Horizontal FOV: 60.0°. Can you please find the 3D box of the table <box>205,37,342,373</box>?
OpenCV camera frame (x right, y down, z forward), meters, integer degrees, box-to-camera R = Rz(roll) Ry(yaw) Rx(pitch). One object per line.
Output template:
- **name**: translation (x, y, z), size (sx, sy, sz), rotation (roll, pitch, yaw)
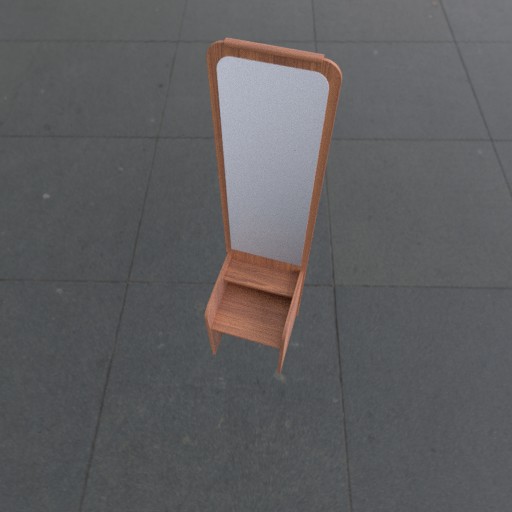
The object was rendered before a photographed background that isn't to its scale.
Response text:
- **table**: translation (0.000, 0.000, 2.043), size (0.450, 1.830, 0.420), rotation (14, 59, 9)
